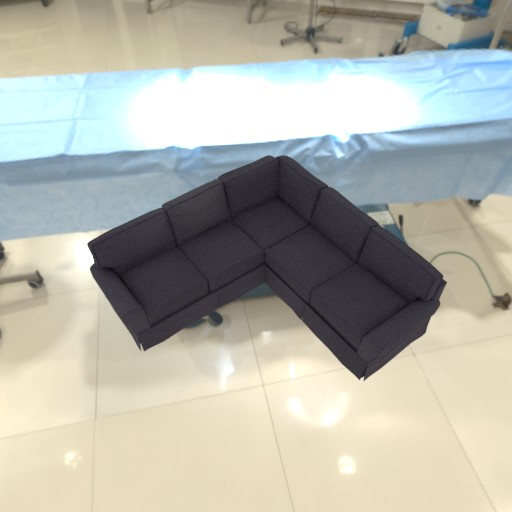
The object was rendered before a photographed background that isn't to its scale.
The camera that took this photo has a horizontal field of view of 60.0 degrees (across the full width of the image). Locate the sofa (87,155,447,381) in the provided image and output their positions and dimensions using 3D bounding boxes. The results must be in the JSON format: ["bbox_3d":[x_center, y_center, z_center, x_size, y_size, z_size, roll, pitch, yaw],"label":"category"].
[{"bbox_3d":[0.000,0.000,5.175,3.773,1.169,2.874,-4,47,-4],"label":"sofa"}]
